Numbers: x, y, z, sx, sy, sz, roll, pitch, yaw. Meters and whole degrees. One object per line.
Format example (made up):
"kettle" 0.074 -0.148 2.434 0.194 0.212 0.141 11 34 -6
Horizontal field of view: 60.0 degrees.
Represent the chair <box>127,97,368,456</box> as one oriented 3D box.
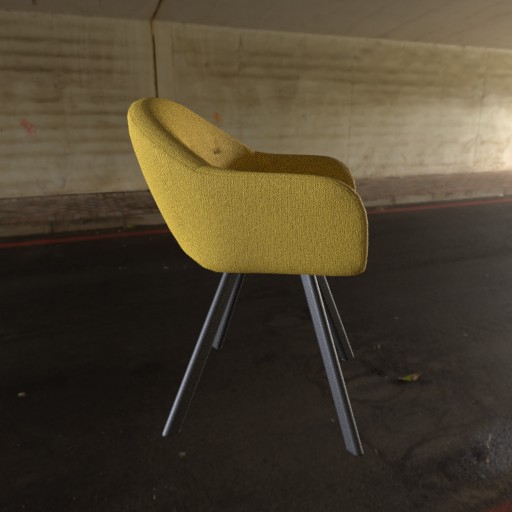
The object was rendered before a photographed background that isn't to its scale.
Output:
"chair" 0.000 0.000 1.143 0.565 0.775 0.545 3 17 9
